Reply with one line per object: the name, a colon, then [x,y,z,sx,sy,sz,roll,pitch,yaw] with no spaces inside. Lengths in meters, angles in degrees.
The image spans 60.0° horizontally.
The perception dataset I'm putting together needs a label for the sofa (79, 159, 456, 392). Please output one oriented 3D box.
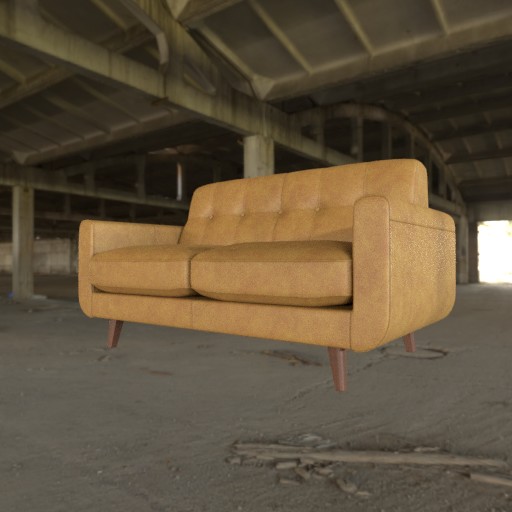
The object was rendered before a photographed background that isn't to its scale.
sofa: [0.000,0.000,2.191,1.651,0.925,0.952,0,-1,36]
